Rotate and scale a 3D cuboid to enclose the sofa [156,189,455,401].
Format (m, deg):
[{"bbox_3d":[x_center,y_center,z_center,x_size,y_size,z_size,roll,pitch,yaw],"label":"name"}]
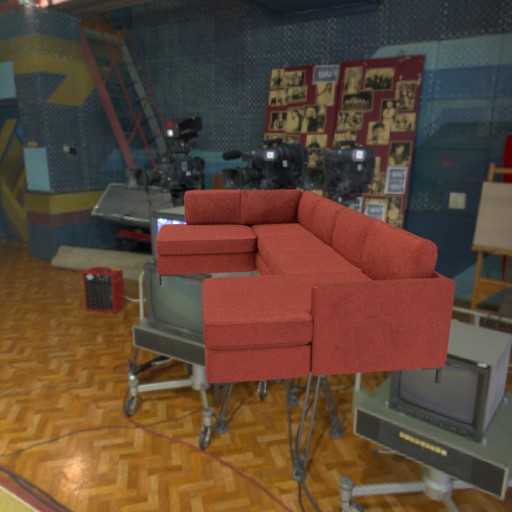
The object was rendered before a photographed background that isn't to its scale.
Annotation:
[{"bbox_3d":[0.000,0.000,4.308,2.055,0.992,3.434,-2,14,-7],"label":"sofa"}]
